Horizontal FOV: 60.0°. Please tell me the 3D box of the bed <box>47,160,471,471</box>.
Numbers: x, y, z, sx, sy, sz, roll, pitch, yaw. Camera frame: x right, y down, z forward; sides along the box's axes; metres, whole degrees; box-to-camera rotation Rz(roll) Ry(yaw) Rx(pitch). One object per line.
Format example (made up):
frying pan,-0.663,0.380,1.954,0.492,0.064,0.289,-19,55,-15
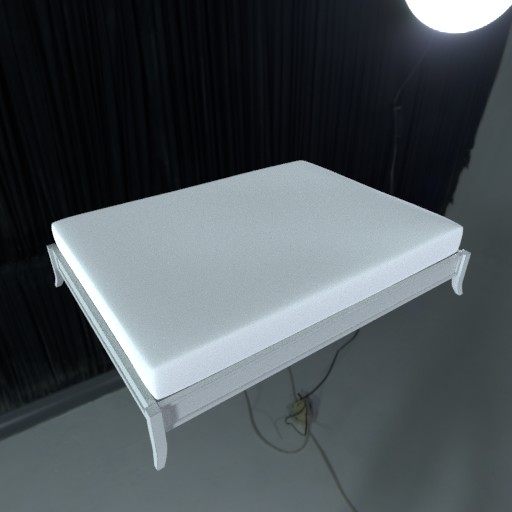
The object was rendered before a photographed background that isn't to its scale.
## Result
bed,0.000,0.000,2.746,2.108,0.510,1.604,-20,37,-29
